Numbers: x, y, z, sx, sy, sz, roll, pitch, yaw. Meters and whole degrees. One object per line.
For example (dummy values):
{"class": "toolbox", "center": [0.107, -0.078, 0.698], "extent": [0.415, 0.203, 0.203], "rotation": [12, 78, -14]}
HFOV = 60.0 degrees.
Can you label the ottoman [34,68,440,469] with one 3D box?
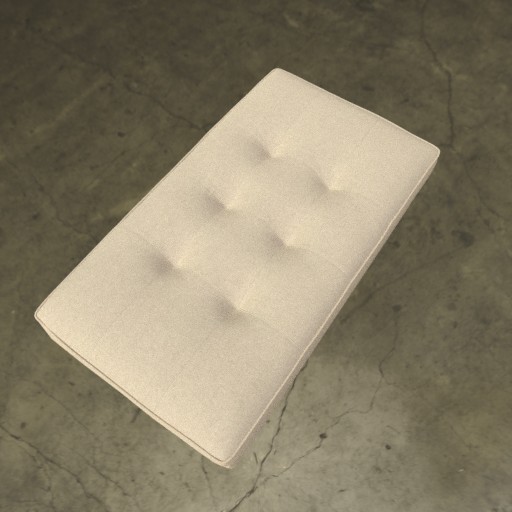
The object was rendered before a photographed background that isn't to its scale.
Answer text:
{"class": "ottoman", "center": [0.000, 0.000, 1.444], "extent": [0.648, 0.508, 1.143], "rotation": [33, 68, 15]}
